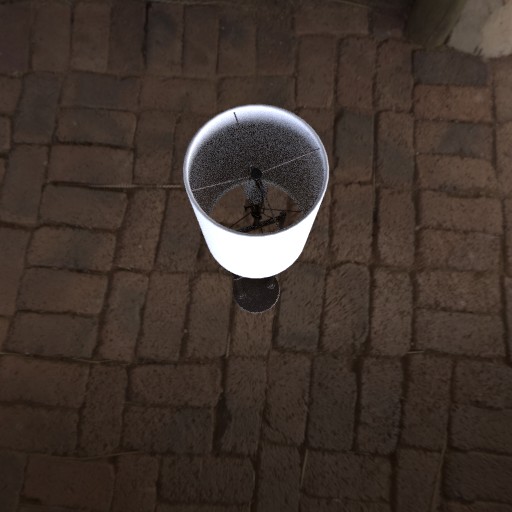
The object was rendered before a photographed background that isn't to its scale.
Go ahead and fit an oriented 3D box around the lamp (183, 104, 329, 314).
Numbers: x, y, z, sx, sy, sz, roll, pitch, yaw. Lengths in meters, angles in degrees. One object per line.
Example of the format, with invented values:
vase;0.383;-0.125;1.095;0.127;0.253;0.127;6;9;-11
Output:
lamp;0.000;0.000;1.657;0.306;1.500;0.305;-19;77;-5
